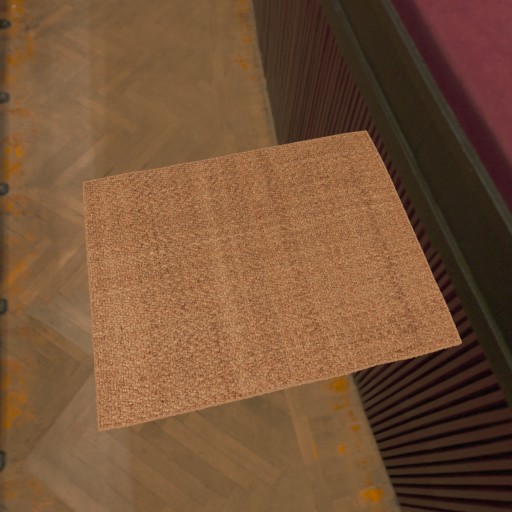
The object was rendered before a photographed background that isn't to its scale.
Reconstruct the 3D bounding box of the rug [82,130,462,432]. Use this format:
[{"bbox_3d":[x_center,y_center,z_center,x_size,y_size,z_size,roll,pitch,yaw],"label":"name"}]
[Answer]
[{"bbox_3d":[0.000,0.000,4.083,3.048,0.013,2.439,-12,64,-6],"label":"rug"}]
